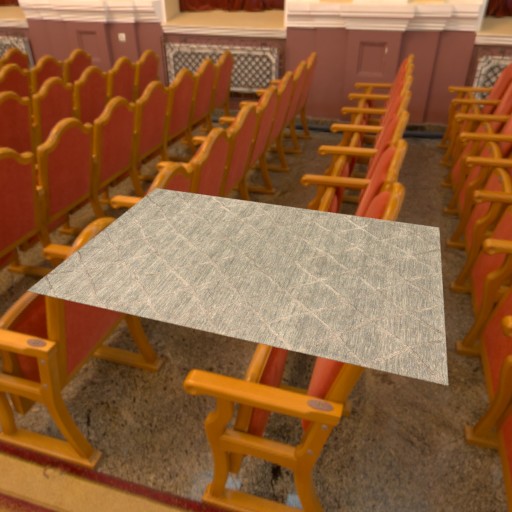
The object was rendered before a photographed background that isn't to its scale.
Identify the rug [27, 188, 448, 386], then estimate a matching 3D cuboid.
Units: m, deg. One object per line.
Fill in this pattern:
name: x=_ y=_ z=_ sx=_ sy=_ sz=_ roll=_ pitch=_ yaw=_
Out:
rug: x=0.000 y=0.000 z=2.875 sx=2.283 sy=0.006 sz=1.521 roll=10 pitch=34 yaw=15
